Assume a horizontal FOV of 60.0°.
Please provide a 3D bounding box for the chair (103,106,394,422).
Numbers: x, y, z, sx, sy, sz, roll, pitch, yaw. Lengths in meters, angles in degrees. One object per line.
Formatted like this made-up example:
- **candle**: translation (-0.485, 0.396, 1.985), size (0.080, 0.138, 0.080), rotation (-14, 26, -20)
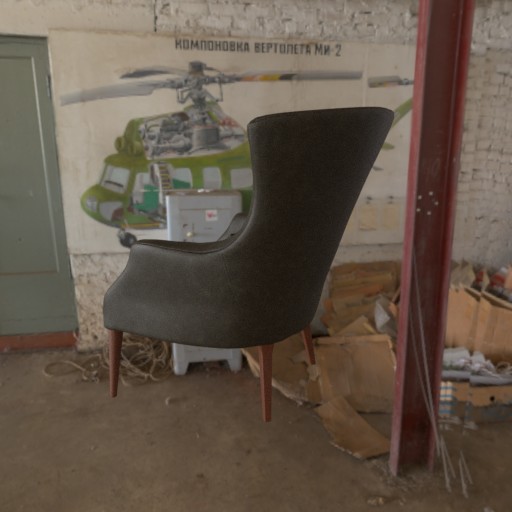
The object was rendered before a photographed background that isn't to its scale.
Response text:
- **chair**: translation (0.000, 0.000, 1.734), size (0.954, 1.068, 0.819), rotation (7, 16, 26)
